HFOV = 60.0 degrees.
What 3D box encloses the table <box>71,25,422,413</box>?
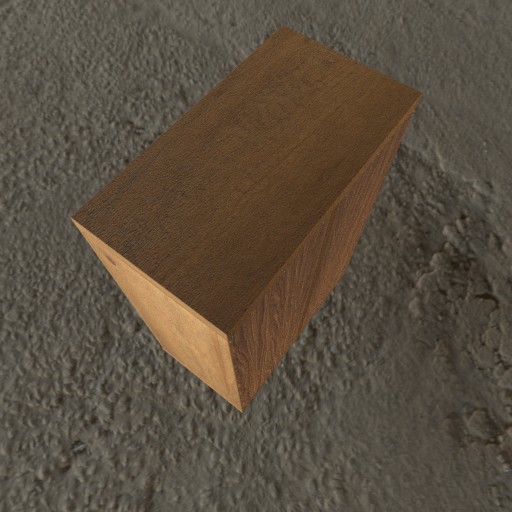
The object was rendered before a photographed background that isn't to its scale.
[{"bbox_3d":[0.000,0.000,1.768,0.524,1.294,0.901,34,68,16],"label":"table"}]
